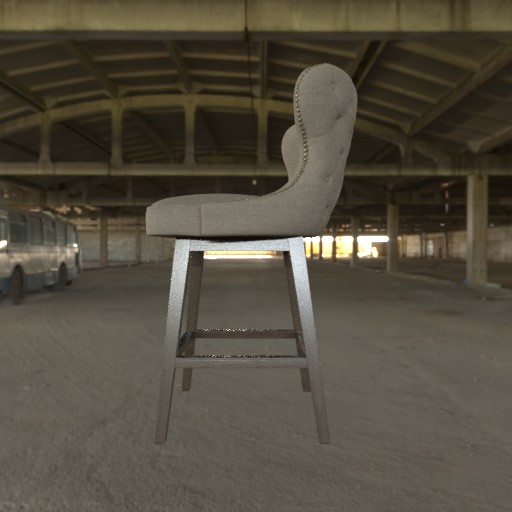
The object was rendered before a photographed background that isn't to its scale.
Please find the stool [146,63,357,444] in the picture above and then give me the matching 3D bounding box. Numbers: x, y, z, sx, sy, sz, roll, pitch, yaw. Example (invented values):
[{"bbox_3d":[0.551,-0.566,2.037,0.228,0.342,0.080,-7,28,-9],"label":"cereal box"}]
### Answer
[{"bbox_3d":[0.000,0.000,1.369,0.597,0.972,0.615,0,1,0],"label":"stool"}]
